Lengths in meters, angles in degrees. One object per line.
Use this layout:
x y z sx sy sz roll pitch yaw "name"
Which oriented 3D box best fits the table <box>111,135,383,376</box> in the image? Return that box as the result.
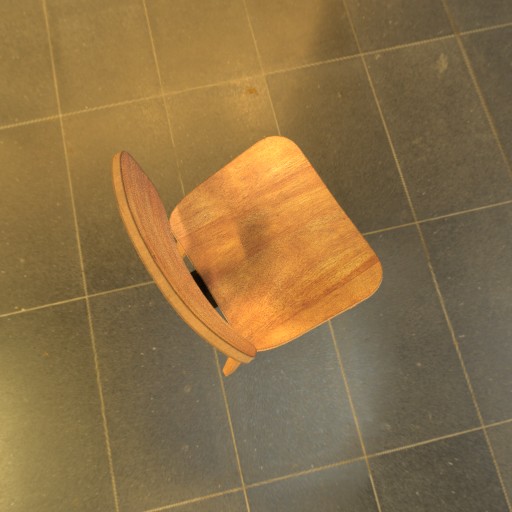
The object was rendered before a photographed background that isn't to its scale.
0.000 0.000 1.129 0.500 0.805 0.499 -32 79 -7 "table"
